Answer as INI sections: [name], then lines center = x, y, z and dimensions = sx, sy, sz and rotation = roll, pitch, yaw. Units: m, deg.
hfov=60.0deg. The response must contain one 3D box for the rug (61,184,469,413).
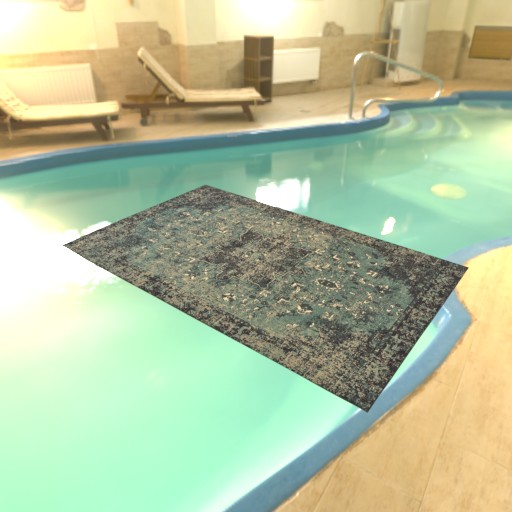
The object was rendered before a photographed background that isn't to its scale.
[rug]
center = 0.000, 0.000, 3.107
dimensions = 2.440, 0.007, 1.525
rotation = 22, 37, 32
